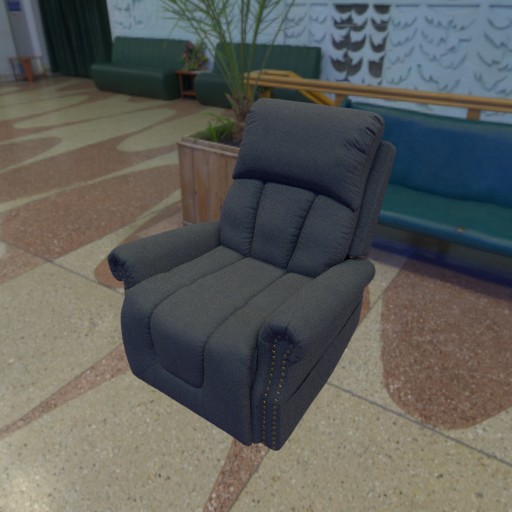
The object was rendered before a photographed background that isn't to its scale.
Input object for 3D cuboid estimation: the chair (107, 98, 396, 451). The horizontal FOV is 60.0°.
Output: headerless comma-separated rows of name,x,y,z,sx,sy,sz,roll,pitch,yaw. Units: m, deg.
chair,0.000,0.000,1.752,0.871,1.031,0.979,19,35,30
